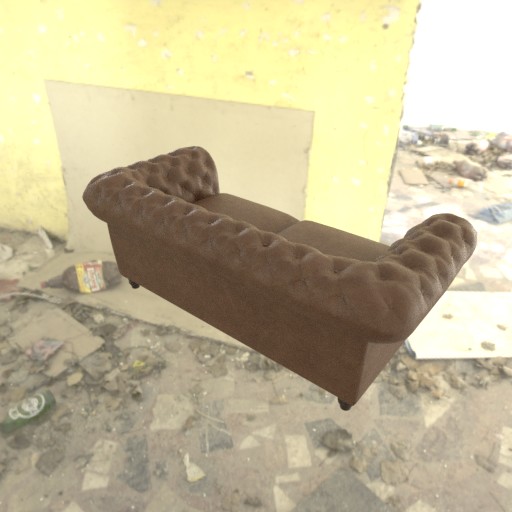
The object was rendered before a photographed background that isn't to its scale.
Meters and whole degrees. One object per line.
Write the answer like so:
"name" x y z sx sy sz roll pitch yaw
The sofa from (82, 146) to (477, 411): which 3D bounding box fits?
"sofa" 0.000 0.000 2.520 2.048 0.784 0.955 23 37 33
